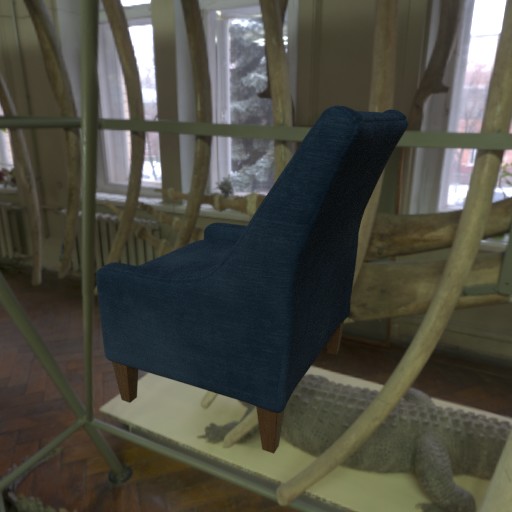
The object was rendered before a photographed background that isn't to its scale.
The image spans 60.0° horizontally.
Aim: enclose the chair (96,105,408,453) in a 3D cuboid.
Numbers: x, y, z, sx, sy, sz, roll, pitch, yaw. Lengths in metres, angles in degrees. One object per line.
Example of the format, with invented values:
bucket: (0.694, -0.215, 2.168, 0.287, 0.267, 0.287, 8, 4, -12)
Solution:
chair: (0.000, 0.000, 1.610, 0.870, 1.014, 0.774, 8, 19, 25)
